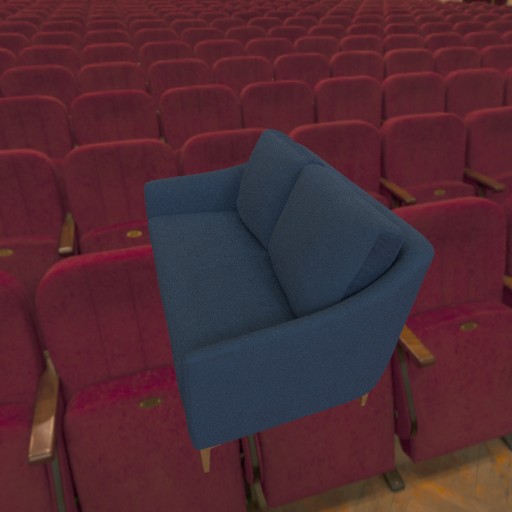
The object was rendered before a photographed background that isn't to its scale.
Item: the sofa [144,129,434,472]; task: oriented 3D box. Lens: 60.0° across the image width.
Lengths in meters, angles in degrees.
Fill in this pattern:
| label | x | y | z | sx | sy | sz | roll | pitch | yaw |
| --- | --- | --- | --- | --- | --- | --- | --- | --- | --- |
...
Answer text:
| label | x | y | z | sx | sy | sz | roll | pitch | yaw |
| --- | --- | --- | --- | --- | --- | --- | --- | --- | --- |
| sofa | 0.000 | 0.000 | 2.176 | 0.960 | 0.902 | 1.619 | -9 | 31 | -14 |
